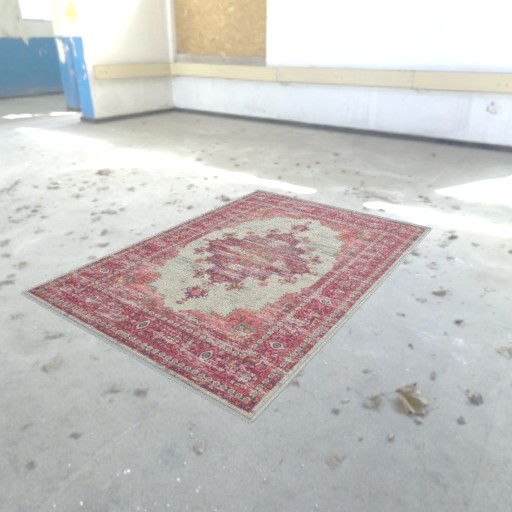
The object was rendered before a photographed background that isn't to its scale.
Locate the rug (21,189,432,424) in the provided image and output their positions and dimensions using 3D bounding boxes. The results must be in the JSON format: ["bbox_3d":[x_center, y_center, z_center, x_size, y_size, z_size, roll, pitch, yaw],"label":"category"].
[{"bbox_3d":[0.000,0.000,2.199,1.217,0.011,1.747,18,31,31],"label":"rug"}]
